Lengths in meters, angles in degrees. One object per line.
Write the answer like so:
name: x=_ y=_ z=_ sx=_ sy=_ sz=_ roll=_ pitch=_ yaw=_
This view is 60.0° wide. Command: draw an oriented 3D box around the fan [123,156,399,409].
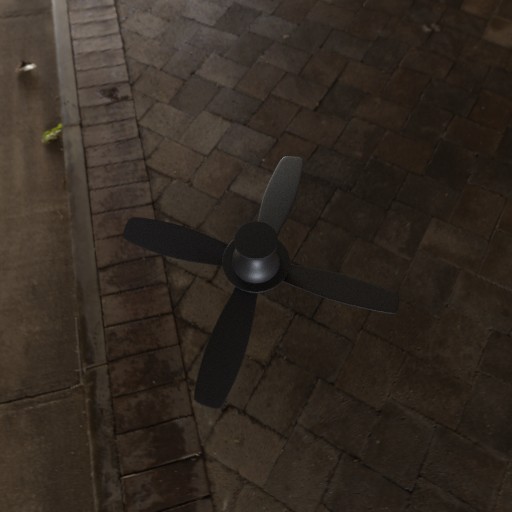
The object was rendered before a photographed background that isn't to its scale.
fan: x=0.000 y=0.000 z=2.532 sx=1.694 sy=0.382 sz=1.694 roll=16 pitch=64 yaw=8
